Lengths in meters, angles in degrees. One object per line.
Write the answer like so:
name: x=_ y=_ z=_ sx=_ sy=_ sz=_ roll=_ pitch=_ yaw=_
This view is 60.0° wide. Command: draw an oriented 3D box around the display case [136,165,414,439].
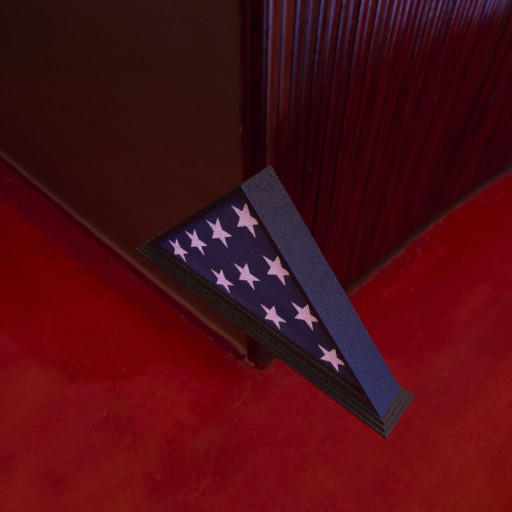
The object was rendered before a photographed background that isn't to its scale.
display case: x=0.000 y=0.000 z=0.760 sx=0.640 sy=0.340 sz=0.095 roll=33 pitch=55 yaw=27
